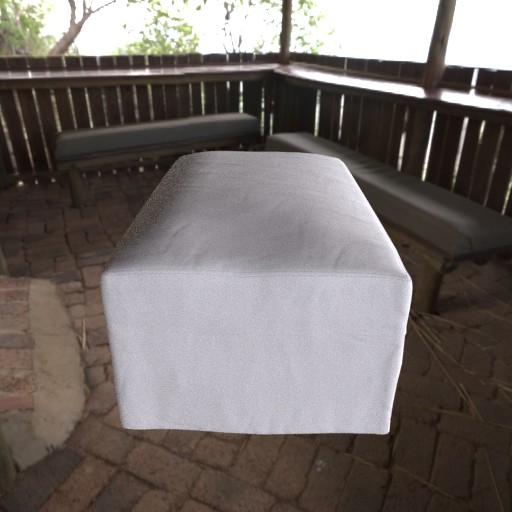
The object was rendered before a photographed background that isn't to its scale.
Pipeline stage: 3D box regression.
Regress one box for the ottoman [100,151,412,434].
[{"bbox_3d":[0.000,0.000,1.225,0.590,0.444,0.872,1,27,1],"label":"ottoman"}]
